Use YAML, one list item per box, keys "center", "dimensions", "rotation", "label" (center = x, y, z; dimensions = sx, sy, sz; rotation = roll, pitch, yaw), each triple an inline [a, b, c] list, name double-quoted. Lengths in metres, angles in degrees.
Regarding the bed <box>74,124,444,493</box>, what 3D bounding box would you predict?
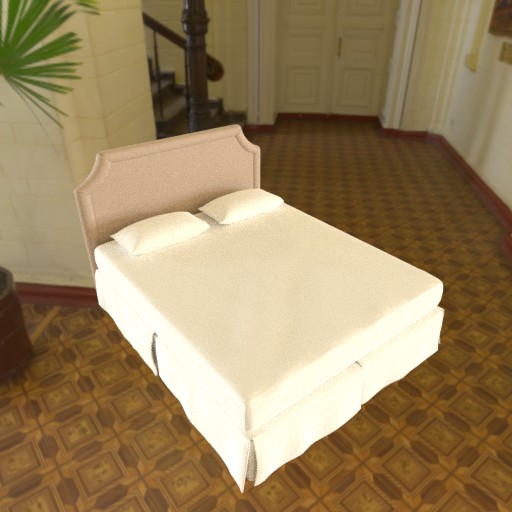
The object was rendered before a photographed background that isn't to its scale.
- center: [0.000, 0.000, 4.072]
  dimensions: [2.350, 1.590, 2.773]
  rotation: [-22, 38, -32]
  label: "bed"
